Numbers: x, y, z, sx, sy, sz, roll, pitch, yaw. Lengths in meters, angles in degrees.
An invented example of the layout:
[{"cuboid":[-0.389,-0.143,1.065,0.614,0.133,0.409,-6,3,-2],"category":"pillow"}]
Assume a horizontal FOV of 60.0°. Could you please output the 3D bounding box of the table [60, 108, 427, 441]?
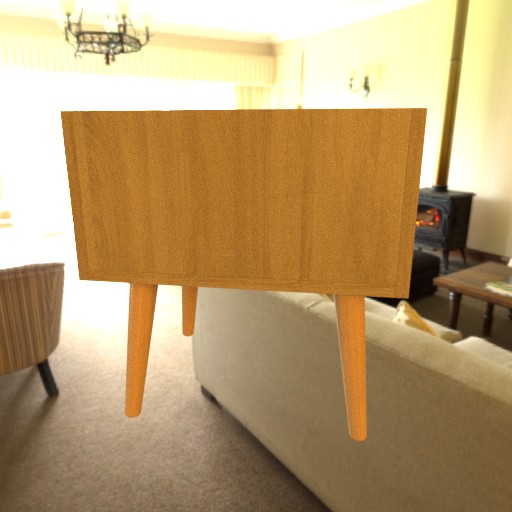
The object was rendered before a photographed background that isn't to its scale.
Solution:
[{"cuboid":[0.000,0.000,0.773,0.450,0.470,0.370,2,16,9],"category":"table"}]
